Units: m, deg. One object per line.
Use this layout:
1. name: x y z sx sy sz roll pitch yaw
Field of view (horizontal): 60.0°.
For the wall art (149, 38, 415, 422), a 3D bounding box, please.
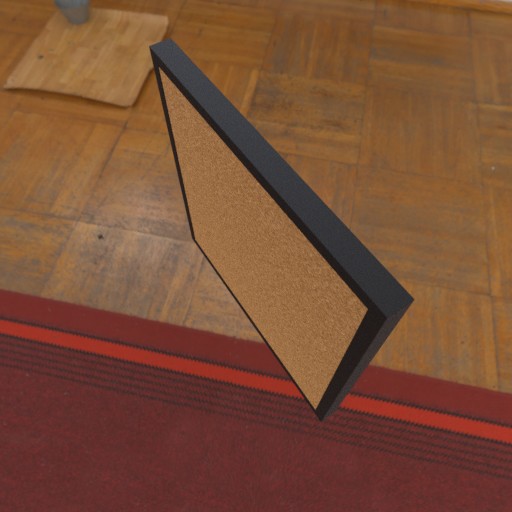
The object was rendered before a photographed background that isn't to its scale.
1. wall art: 0.000 0.000 0.750 0.036 0.503 0.506 -30 63 -17
